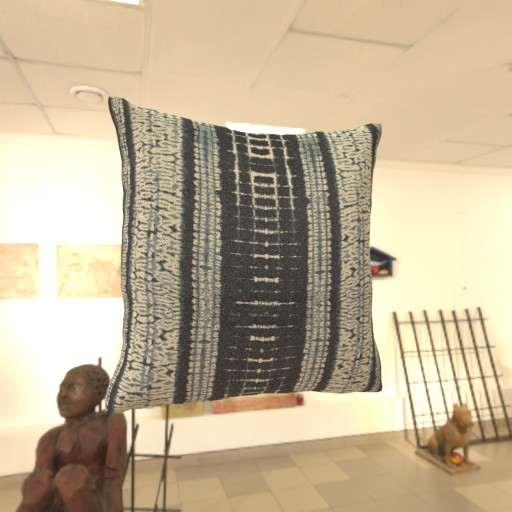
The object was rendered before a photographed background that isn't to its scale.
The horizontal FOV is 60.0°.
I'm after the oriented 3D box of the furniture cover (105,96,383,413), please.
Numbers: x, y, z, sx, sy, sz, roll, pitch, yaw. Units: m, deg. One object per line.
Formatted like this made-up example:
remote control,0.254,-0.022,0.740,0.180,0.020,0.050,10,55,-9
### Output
furniture cover,0.000,0.000,0.661,0.425,0.435,0.133,0,-1,-16
